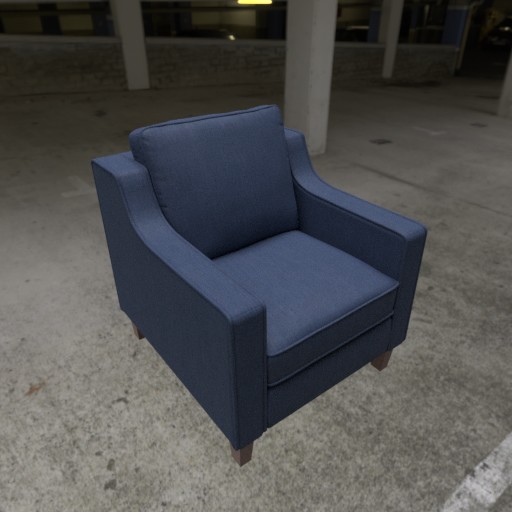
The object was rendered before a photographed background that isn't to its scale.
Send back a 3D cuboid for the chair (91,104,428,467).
[{"bbox_3d":[0.000,0.000,1.684,0.831,0.960,0.909,-21,37,-31],"label":"chair"}]
